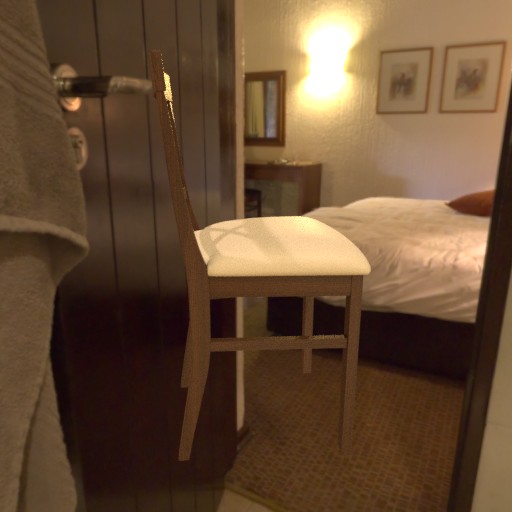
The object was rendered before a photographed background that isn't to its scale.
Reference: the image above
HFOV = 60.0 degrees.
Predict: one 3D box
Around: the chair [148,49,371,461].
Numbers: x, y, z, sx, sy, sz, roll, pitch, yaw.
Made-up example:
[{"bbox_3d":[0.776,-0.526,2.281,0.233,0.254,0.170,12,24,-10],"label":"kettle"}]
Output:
[{"bbox_3d":[0.000,0.000,1.150,0.480,0.913,0.440,-2,16,-8],"label":"chair"}]
